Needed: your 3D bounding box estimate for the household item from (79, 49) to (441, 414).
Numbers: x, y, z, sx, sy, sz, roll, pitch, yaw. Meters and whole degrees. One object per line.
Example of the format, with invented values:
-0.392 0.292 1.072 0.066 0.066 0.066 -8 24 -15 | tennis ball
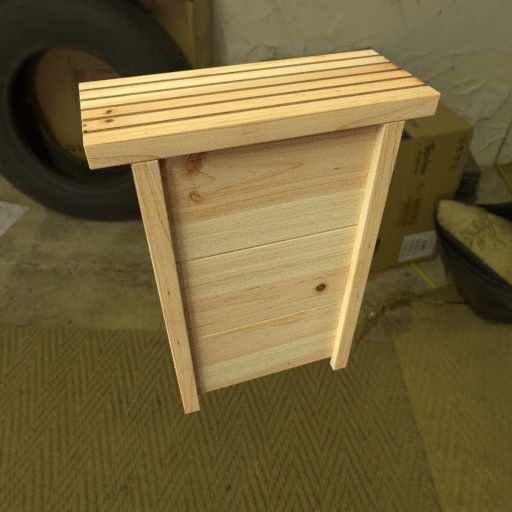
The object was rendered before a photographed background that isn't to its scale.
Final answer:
0.000 0.000 0.533 0.301 0.407 0.123 -12 44 -13 | household item
